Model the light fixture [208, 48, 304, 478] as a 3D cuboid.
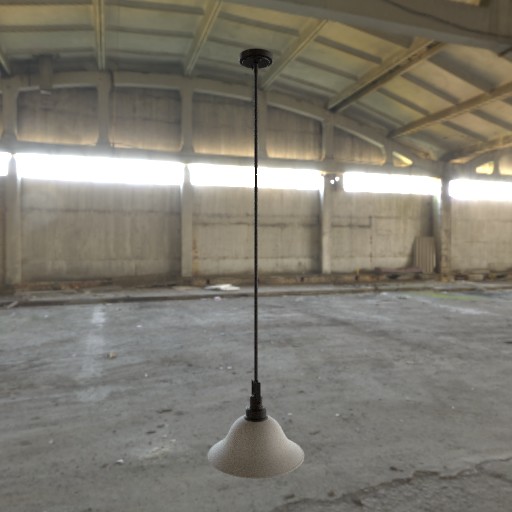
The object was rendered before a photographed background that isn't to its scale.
[{"bbox_3d":[0.000,0.000,1.489,0.324,1.337,0.324,0,1,-19],"label":"light fixture"}]
